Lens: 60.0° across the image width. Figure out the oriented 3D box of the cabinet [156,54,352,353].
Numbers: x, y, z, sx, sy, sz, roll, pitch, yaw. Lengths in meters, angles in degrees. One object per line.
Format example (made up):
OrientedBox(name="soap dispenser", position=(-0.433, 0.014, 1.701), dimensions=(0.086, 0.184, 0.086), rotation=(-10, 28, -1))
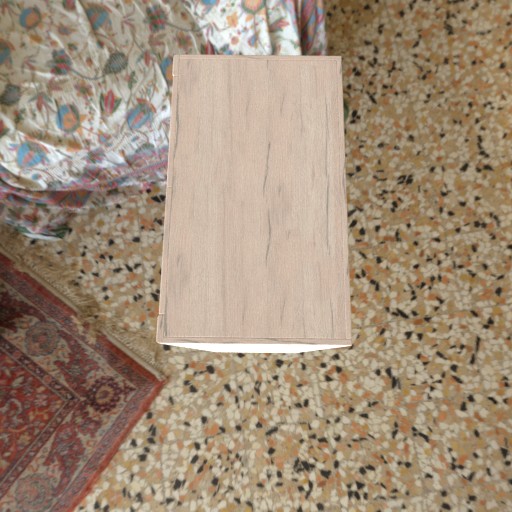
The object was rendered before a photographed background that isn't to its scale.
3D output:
OrientedBox(name="cabinet", position=(0.000, 0.000, 2.359), dimensions=(0.580, 1.930, 0.980), rotation=(1, 77, 0))
